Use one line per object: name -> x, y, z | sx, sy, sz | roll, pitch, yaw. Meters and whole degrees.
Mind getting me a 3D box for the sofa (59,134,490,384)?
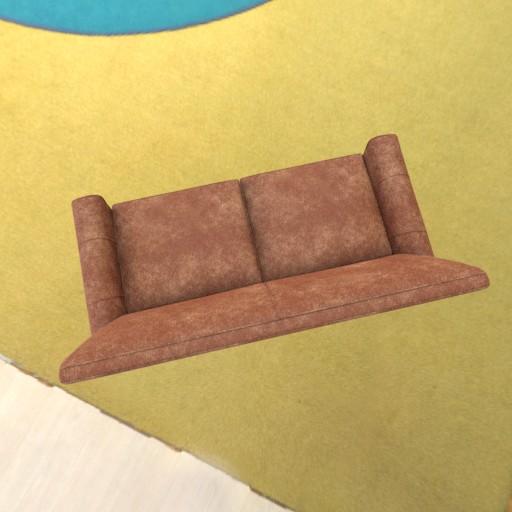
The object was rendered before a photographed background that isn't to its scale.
sofa -> 0.000, 0.000, 1.983 | 1.473, 0.871, 0.787 | -12, 76, -3
